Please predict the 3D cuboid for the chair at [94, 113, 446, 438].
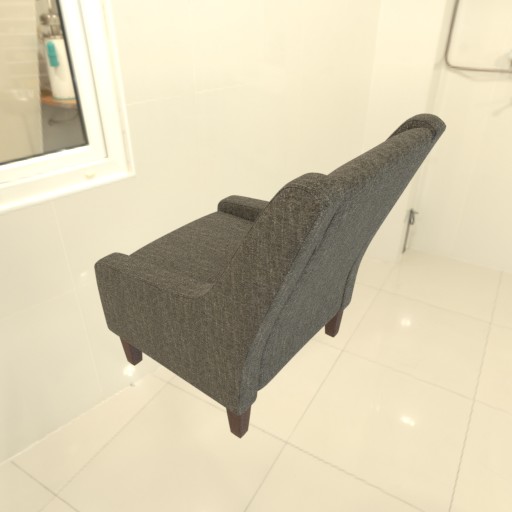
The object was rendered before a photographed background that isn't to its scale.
[{"bbox_3d":[0.000,0.000,1.637,0.944,1.012,0.793,22,37,32],"label":"chair"}]
